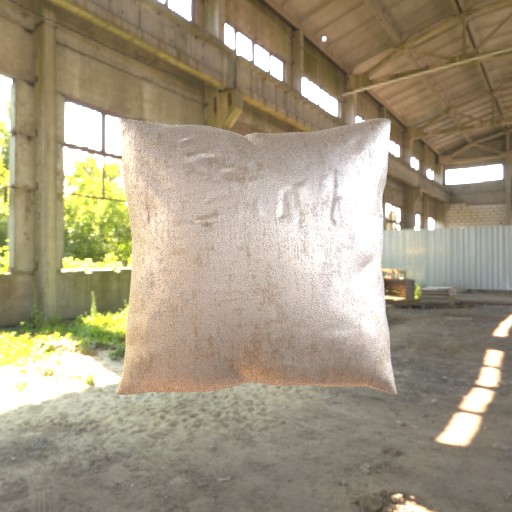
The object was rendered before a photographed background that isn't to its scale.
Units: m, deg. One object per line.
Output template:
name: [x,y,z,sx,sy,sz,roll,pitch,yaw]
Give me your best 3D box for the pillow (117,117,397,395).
pillow: [0.000,0.000,0.725,0.450,0.448,0.245,0,-1,1]
